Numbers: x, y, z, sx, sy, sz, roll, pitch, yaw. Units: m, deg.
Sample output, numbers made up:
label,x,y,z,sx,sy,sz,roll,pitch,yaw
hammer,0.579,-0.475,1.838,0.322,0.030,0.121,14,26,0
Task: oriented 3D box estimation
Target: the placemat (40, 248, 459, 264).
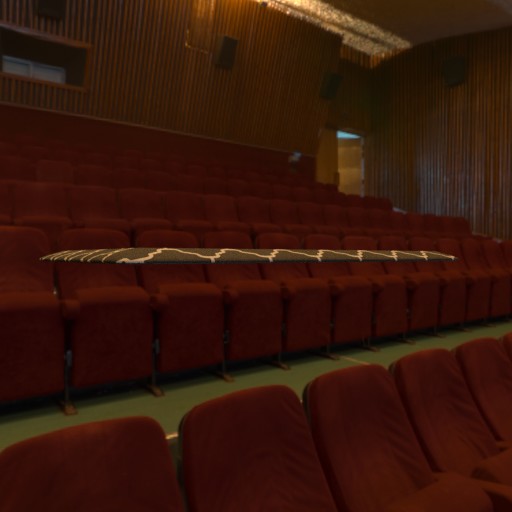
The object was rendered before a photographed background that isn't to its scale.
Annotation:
label,x,y,z,sx,sy,sz,roll,pitch,yaw
placemat,0.000,0.000,0.944,0.762,0.021,0.508,0,0,-36
